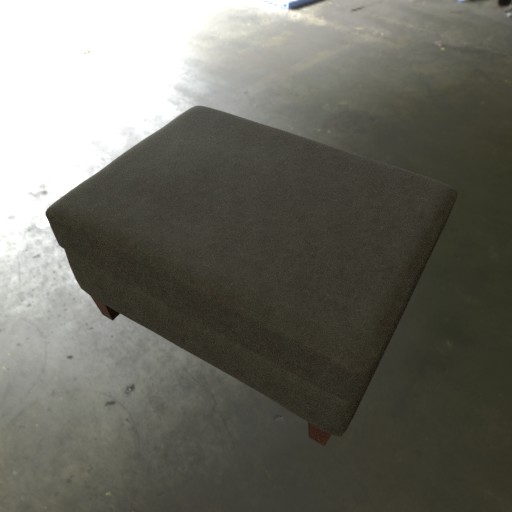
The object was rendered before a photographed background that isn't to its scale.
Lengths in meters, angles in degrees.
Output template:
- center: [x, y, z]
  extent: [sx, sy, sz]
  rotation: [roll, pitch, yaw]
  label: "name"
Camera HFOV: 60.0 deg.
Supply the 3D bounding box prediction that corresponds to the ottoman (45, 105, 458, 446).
- center: [0.000, 0.000, 1.238]
  extent: [0.839, 0.464, 0.639]
  rotation: [24, 51, 21]
  label: "ottoman"
